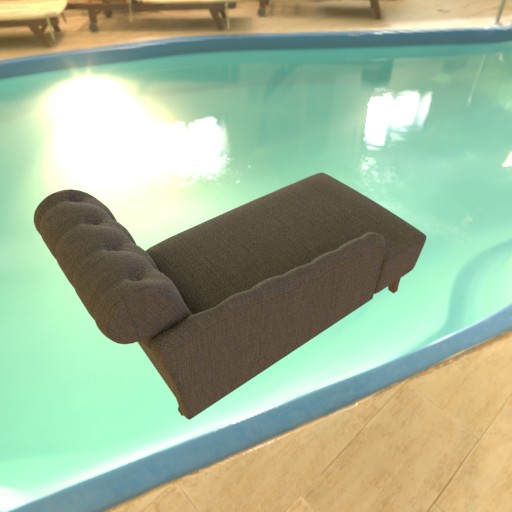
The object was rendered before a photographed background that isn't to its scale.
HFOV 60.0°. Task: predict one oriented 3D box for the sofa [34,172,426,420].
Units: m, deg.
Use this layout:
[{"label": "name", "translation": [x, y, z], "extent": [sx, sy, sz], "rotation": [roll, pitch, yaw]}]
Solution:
[{"label": "sofa", "translation": [0.000, 0.000, 1.791], "extent": [1.379, 0.787, 0.675], "rotation": [-27, 49, -27]}]
